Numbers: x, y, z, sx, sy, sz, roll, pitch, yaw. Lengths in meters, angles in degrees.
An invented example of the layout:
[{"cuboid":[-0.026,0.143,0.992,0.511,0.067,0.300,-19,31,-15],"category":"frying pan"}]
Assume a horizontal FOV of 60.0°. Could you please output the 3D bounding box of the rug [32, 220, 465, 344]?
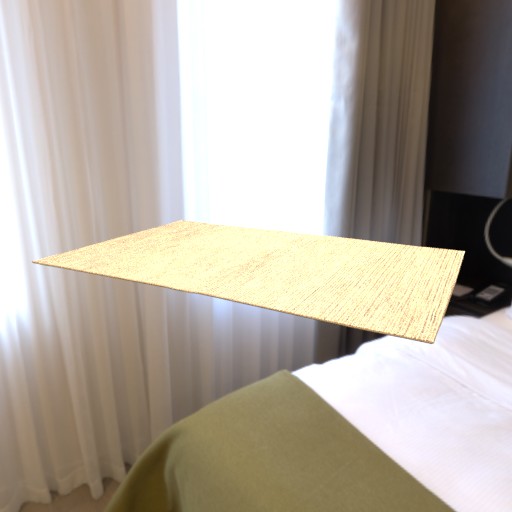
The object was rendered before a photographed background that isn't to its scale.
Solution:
[{"cuboid":[0.000,0.000,2.144,1.773,0.021,1.149,8,17,27],"category":"rug"}]
